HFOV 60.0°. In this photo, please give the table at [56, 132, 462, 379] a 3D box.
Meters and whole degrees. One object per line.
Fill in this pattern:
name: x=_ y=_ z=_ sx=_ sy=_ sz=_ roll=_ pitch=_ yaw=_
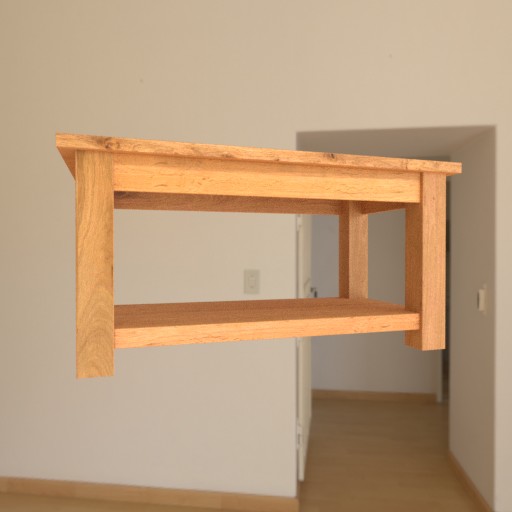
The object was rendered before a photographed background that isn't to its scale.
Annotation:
table: x=0.000 y=0.000 z=1.150 sx=0.899 sy=0.452 sz=0.450 roll=0 pitch=1 yaw=-18
